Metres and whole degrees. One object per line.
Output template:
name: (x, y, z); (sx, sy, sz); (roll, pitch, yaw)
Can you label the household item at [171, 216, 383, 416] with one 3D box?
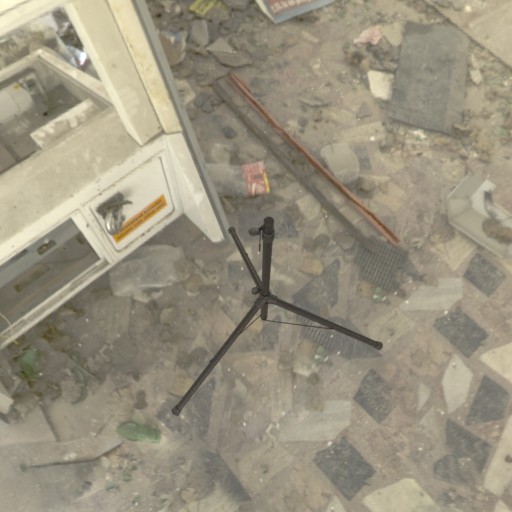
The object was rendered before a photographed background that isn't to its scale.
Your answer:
household item: (0.000, 0.000, 2.760); (1.596, 1.595, 1.339); (-15, 65, -7)
